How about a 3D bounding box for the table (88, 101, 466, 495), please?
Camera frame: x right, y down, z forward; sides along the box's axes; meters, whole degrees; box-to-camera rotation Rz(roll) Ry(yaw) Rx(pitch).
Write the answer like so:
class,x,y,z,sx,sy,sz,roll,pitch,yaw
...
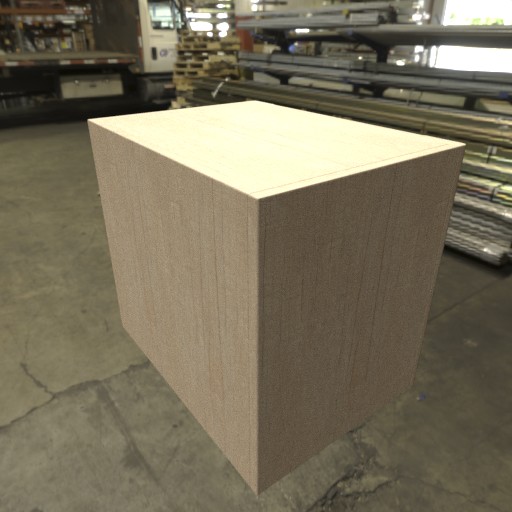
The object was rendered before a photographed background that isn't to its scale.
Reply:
class,x,y,z,sx,sy,sz,roll,pitch,yaw
table,0.000,0.000,0.914,0.420,0.510,0.570,-19,33,-32
